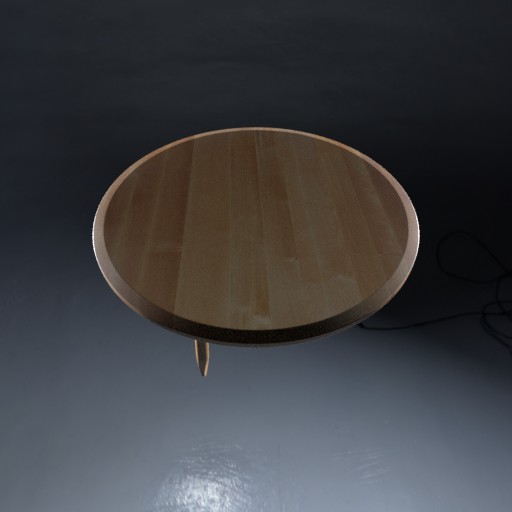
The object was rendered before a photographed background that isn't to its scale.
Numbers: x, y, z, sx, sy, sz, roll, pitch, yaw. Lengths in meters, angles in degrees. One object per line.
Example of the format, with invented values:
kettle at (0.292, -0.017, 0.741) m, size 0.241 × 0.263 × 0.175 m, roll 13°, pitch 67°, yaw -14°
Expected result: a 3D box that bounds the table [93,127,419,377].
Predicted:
table at (0.000, 0.000, 1.400) m, size 0.900 × 0.400 × 0.900 m, roll 0°, pitch 46°, yaw 0°
